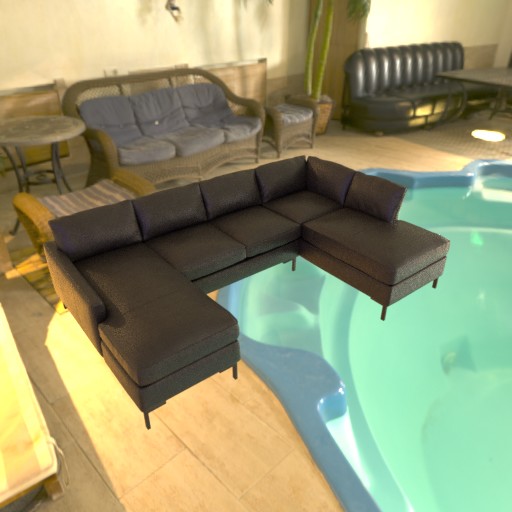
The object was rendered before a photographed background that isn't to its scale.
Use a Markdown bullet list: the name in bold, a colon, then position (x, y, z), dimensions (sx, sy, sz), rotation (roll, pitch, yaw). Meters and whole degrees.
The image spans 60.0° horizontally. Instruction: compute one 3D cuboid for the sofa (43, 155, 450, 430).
- **sofa**: position (0.000, 0.000, 3.848), dimensions (2.956, 0.900, 1.939), rotation (-21, 36, -32)
